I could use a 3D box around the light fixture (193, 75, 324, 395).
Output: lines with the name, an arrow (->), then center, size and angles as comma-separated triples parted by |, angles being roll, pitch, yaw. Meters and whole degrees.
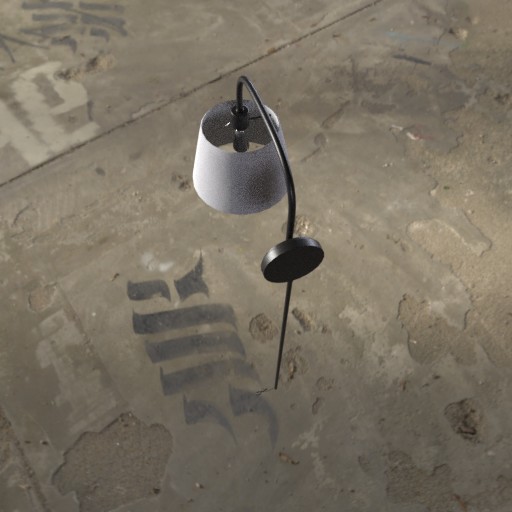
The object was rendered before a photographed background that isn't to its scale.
light fixture -> 0.000, 0.000, 0.459 | 0.092, 0.399, 0.176 | -15, 59, -9
